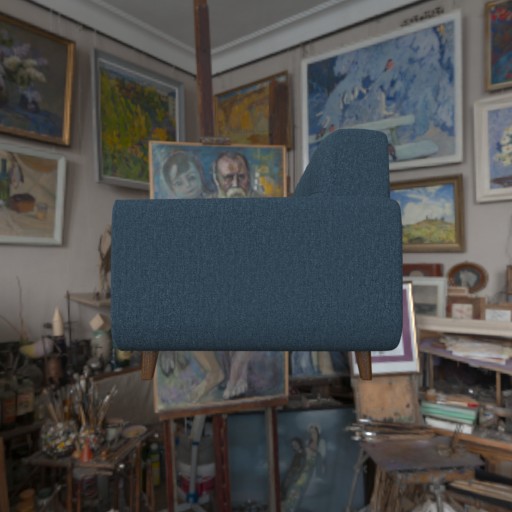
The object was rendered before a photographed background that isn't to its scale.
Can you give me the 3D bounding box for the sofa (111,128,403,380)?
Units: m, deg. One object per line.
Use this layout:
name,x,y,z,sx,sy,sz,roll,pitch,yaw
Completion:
sofa,0.000,0.000,2.213,0.942,0.896,1.651,0,-1,0
